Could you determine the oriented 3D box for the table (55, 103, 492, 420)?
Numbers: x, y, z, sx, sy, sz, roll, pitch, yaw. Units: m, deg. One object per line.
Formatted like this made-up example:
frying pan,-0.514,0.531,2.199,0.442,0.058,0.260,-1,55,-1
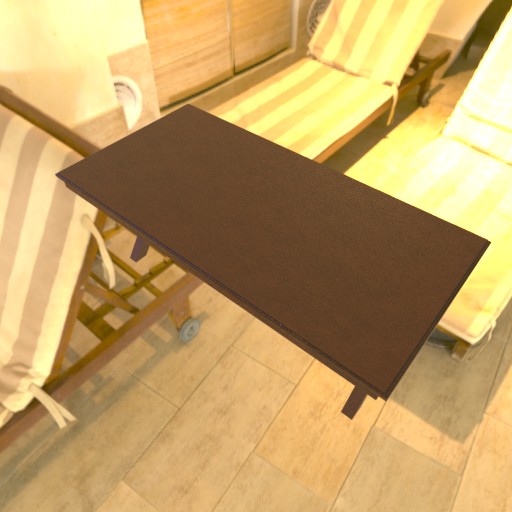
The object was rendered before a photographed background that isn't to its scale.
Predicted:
table,0.000,0.000,1.490,1.197,0.459,0.594,31,54,26
